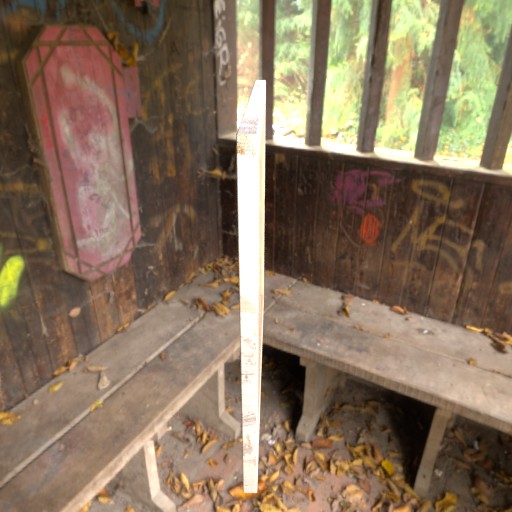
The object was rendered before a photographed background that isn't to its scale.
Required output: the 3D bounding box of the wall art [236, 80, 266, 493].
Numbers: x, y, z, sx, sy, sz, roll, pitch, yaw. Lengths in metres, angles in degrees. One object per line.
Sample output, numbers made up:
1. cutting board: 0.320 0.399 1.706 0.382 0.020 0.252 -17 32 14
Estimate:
1. wall art: 0.000 0.000 1.500 0.040 1.018 1.015 1 27 2
